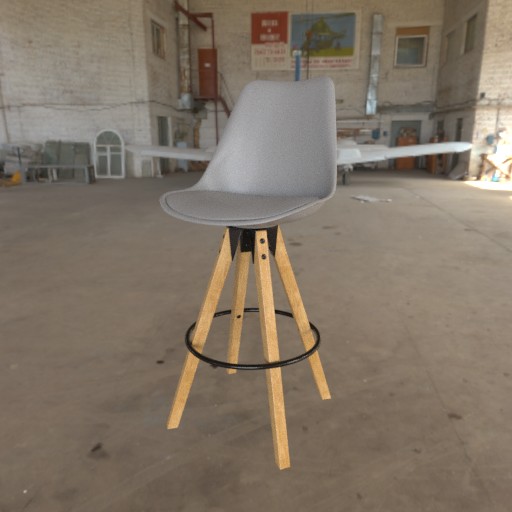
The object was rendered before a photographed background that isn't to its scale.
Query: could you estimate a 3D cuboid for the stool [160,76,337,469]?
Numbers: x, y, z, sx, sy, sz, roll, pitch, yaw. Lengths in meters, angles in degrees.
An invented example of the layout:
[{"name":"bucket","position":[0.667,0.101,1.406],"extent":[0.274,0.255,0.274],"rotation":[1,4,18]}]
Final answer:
[{"name":"stool","position":[0.000,0.000,1.420],"extent":[0.485,1.115,0.550],"rotation":[8,17,26]}]
